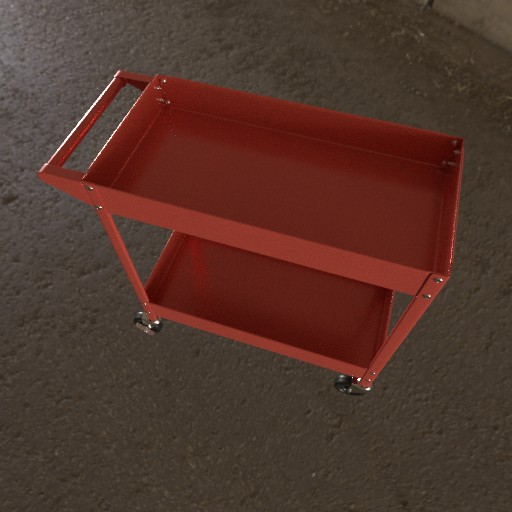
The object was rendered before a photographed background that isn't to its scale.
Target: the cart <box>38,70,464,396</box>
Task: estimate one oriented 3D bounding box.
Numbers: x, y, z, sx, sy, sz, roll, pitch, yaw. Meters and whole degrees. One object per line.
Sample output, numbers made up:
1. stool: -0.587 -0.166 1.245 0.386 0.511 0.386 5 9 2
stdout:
1. cart: 0.000 0.000 1.154 0.779 0.719 0.366 15 59 10
